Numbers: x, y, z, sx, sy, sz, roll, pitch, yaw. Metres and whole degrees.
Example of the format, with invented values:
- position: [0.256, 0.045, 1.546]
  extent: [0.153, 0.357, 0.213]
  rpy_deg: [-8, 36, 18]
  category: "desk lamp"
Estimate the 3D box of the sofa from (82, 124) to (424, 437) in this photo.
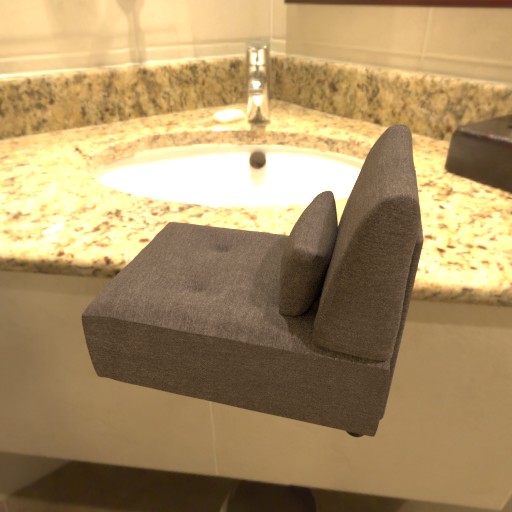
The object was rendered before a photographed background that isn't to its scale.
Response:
- position: [0.000, 0.000, 1.561]
  extent: [1.000, 0.820, 0.700]
  rpy_deg: [8, 32, 13]
  category: "sofa"
